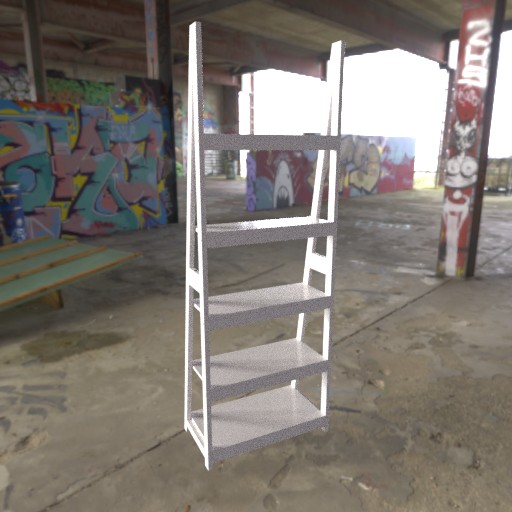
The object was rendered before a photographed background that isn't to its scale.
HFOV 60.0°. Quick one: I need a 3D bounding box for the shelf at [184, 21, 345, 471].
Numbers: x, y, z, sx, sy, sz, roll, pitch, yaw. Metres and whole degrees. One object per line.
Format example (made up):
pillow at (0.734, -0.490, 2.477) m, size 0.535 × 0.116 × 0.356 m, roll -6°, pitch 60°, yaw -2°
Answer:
shelf at (0.000, 0.000, 1.998) m, size 0.636 × 1.779 × 0.341 m, roll -7°, pitch 15°, yaw -26°
